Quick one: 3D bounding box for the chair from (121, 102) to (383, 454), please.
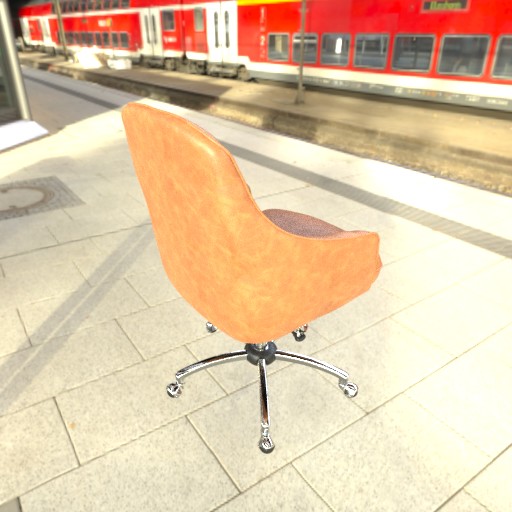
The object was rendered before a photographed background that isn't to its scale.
[{"bbox_3d":[0.000,0.000,1.323,0.615,0.909,0.628,-19,33,-32],"label":"chair"}]
